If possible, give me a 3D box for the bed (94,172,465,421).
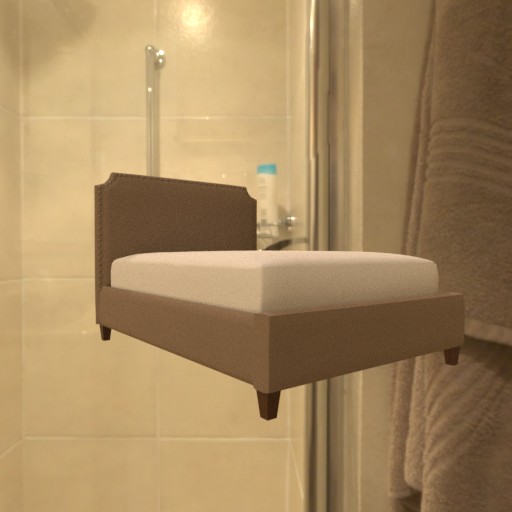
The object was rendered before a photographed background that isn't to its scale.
[{"bbox_3d":[0.000,0.000,3.371,1.713,1.443,2.372,0,1,-37],"label":"bed"}]
